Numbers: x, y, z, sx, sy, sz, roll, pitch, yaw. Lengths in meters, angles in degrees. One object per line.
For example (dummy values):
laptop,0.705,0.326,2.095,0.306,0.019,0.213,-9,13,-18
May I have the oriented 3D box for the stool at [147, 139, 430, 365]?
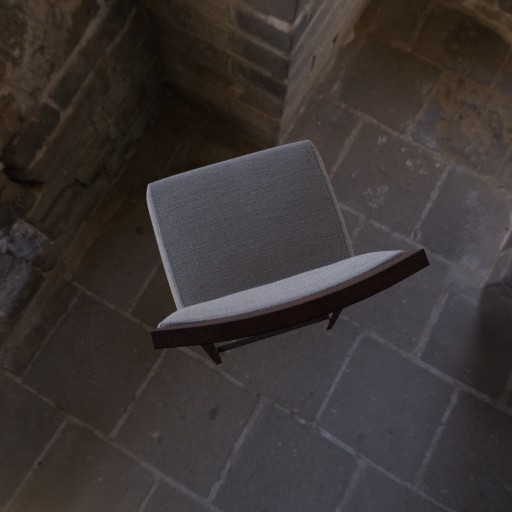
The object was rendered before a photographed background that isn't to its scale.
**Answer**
stool,0.000,0.000,1.312,0.512,1.009,0.531,-16,76,-4
